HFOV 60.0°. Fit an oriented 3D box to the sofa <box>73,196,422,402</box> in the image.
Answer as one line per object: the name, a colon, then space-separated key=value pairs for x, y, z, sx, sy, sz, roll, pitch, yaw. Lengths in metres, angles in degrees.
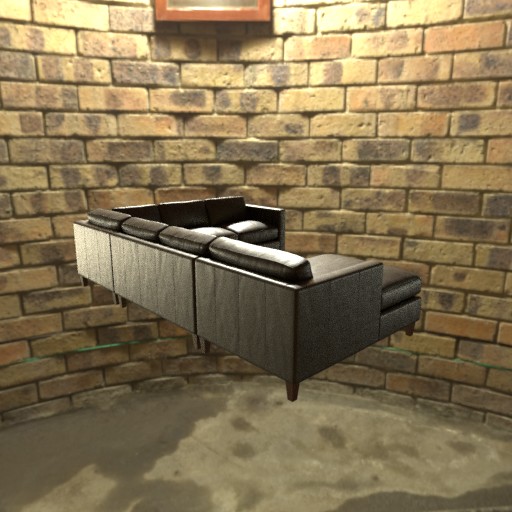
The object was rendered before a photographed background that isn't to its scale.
sofa: x=0.000 y=0.000 z=4.586 sx=2.452 sy=0.891 sz=3.324 roll=-12 pitch=18 yaw=-41
